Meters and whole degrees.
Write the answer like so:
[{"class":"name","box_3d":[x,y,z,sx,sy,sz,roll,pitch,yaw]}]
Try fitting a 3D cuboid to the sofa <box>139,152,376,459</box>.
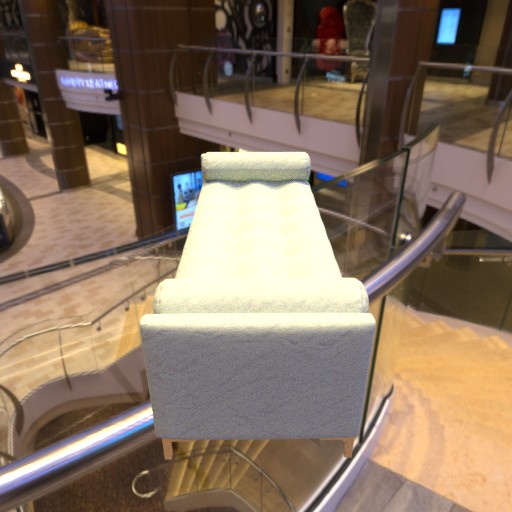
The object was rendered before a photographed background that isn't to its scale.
[{"class":"sofa","box_3d":[0.000,0.000,2.476,0.796,0.705,2.102,0,28,0]}]
